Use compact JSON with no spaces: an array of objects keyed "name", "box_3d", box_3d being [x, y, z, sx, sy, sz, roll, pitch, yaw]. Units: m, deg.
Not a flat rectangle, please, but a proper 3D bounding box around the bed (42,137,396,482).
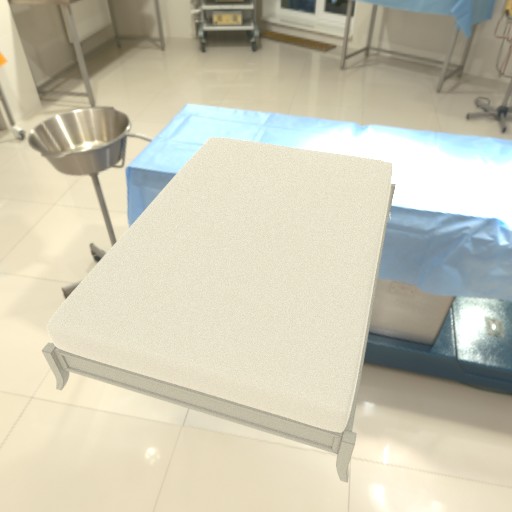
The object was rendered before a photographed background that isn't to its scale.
[{"name":"bed","box_3d":[0.000,0.000,2.590,1.460,0.510,1.985,12,43,13]}]
